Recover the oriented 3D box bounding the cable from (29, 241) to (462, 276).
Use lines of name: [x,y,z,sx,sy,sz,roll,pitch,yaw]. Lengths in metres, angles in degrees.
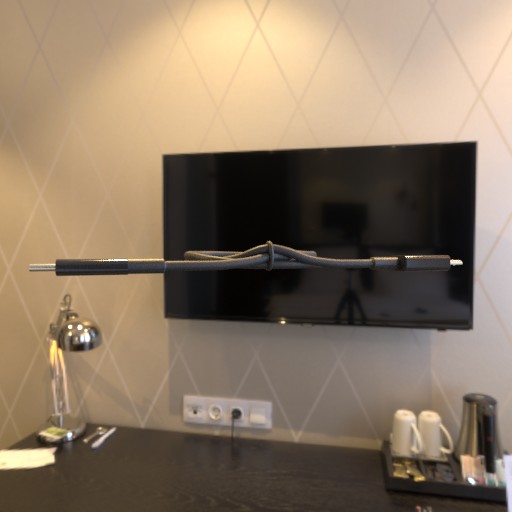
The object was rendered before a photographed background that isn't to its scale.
cable: [0.000,0.000,0.219,0.192,0.014,0.070,0,1,-18]
